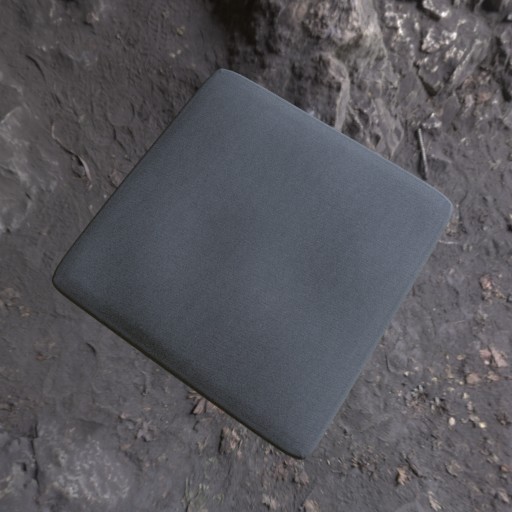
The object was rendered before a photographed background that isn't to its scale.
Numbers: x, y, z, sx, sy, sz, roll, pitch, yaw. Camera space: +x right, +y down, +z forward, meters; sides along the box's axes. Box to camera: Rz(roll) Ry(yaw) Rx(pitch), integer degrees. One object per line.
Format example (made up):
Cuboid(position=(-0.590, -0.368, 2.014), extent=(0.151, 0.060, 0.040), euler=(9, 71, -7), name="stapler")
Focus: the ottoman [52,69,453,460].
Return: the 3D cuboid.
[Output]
Cuboid(position=(0.000, 0.000, 1.376), extent=(0.843, 0.441, 0.842), euler=(33, 78, 8), name="ottoman")
